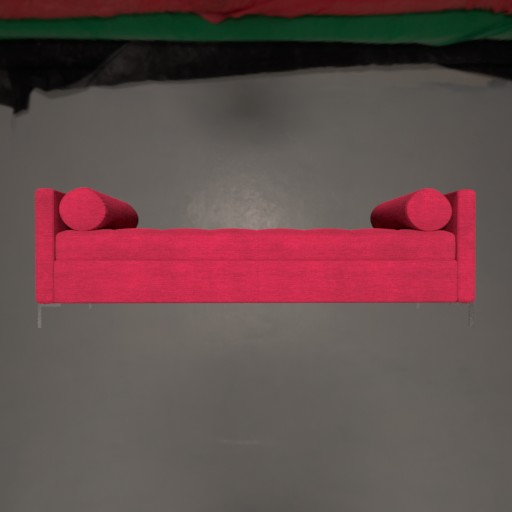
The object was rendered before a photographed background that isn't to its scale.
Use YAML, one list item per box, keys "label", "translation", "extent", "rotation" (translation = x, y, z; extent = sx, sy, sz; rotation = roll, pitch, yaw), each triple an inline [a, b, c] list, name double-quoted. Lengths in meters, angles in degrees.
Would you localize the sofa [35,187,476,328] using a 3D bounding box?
- label: "sofa"
  translation: [0.000, 0.000, 2.323]
  extent: [1.981, 0.635, 0.686]
  rotation: [0, 1, -1]
